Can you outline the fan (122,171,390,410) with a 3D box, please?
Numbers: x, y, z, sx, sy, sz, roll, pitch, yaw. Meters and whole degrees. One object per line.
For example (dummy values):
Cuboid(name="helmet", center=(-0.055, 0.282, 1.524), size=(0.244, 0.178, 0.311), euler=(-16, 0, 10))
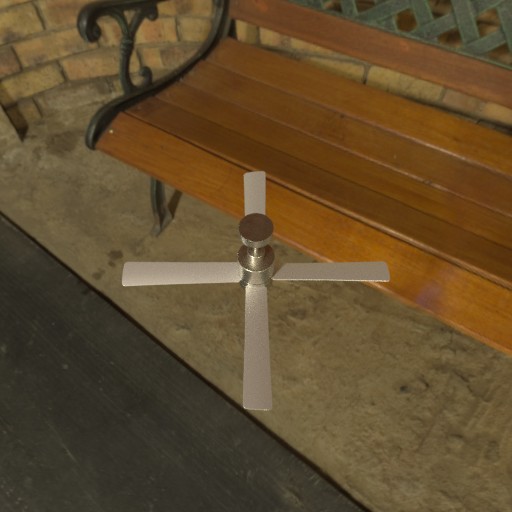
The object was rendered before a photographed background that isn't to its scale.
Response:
Cuboid(name="fan", center=(0.000, 0.000, 2.391), size=(1.525, 0.539, 1.525), euler=(0, 59, 0))
